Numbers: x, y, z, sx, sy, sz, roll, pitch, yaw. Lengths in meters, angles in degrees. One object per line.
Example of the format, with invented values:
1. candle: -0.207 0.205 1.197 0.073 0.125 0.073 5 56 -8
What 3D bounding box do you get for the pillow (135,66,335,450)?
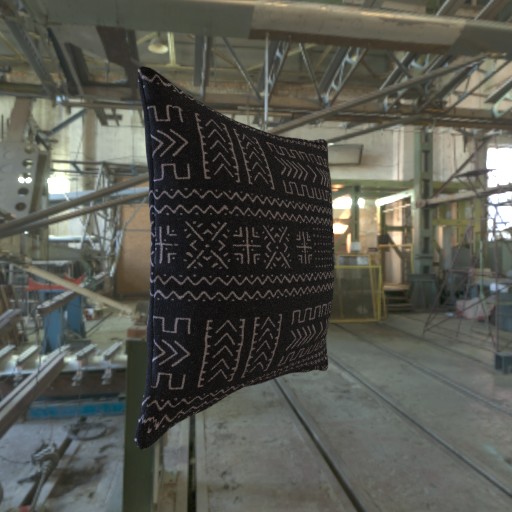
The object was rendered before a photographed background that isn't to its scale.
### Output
1. pillow: 0.000 0.000 0.655 0.164 0.430 0.438 0 1 36
